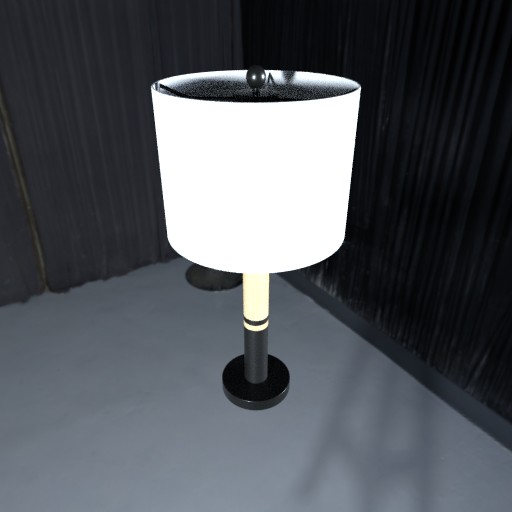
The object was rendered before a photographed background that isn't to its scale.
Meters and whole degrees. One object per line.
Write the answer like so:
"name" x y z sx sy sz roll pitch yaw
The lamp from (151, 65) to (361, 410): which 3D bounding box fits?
"lamp" 0.000 0.000 0.804 0.305 0.640 0.305 -18 34 -29
